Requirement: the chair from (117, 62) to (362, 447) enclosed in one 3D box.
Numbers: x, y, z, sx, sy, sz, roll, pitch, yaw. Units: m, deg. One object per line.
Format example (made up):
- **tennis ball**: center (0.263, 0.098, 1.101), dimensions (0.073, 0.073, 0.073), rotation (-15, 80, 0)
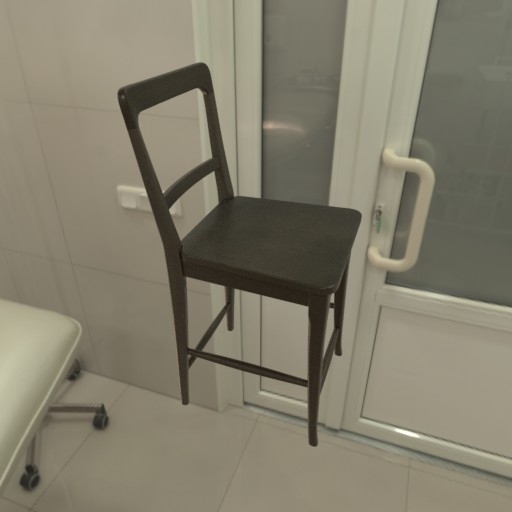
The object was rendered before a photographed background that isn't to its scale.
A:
- **chair**: center (0.000, 0.000, 1.315), dimensions (0.546, 0.991, 0.450), rotation (11, 33, 17)
